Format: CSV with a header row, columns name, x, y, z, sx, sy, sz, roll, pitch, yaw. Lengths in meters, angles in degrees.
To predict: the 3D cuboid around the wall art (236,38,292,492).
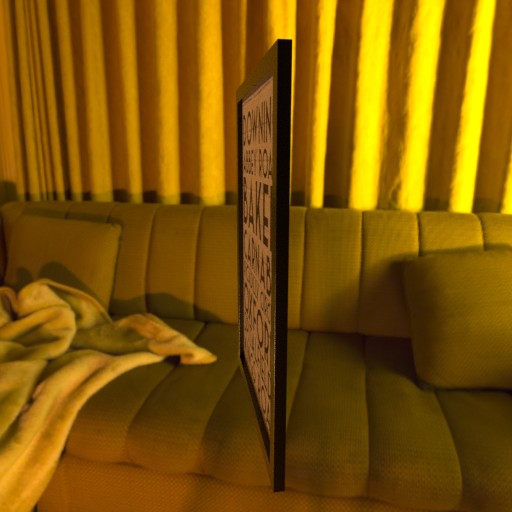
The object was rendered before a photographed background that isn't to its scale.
name,x,y,z,sx,sy,sz,roll,pitch,yaw
wall art,0.000,0.000,0.556,0.013,0.432,0.304,-2,13,-9
